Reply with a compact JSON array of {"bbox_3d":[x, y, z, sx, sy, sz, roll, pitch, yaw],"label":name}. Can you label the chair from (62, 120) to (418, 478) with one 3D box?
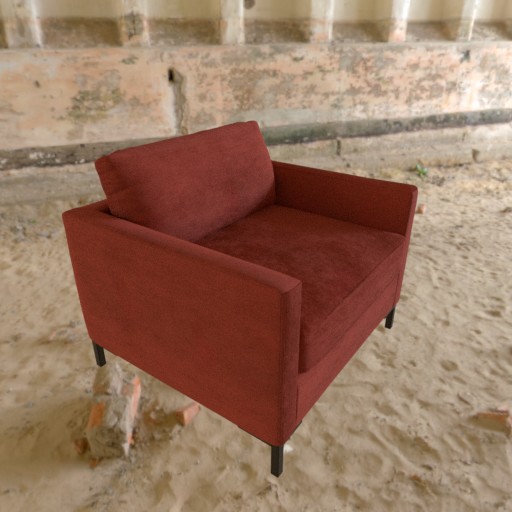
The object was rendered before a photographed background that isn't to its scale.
[{"bbox_3d":[0.000,0.000,1.612,0.875,0.812,0.964,18,32,32],"label":"chair"}]
